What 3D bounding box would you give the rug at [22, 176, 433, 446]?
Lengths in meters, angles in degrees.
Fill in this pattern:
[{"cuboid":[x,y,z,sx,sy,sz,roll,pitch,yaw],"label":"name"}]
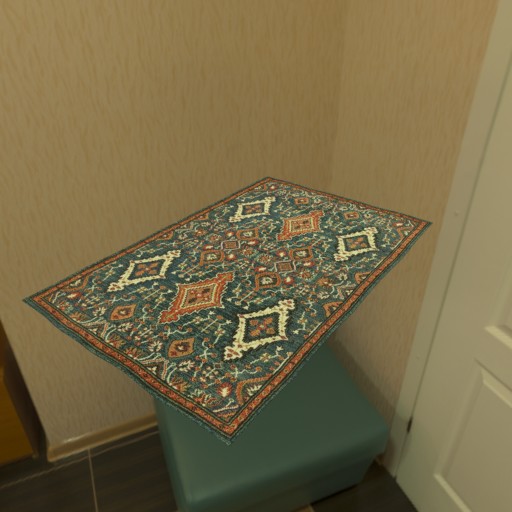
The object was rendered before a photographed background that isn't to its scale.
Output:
[{"cuboid":[0.000,0.000,4.110,2.190,0.008,3.371,22,38,31],"label":"rug"}]
